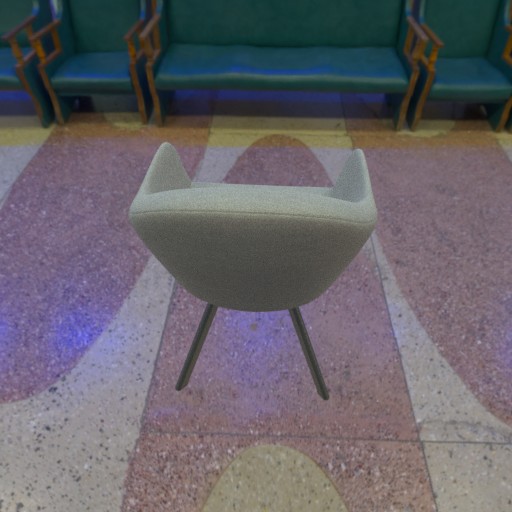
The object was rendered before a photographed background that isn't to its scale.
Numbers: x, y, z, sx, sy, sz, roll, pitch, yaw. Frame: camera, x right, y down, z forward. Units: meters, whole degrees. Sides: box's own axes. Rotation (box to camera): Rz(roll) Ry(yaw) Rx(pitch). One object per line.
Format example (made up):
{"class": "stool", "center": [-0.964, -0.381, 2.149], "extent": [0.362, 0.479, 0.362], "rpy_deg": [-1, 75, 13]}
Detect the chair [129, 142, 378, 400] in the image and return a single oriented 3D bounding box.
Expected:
{"class": "chair", "center": [0.000, 0.000, 1.178], "extent": [0.540, 0.780, 0.570], "rpy_deg": [3, 46, 3]}
